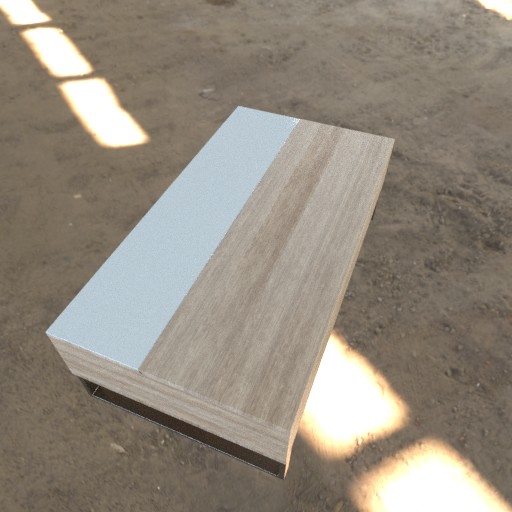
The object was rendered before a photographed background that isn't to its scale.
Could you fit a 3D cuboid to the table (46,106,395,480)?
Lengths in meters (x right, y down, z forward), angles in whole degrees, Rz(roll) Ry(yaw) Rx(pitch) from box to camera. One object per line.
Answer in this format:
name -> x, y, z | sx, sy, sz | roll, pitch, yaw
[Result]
table -> 0.000, 0.000, 1.417 | 0.600, 0.350, 1.100 | 17, 50, 15
